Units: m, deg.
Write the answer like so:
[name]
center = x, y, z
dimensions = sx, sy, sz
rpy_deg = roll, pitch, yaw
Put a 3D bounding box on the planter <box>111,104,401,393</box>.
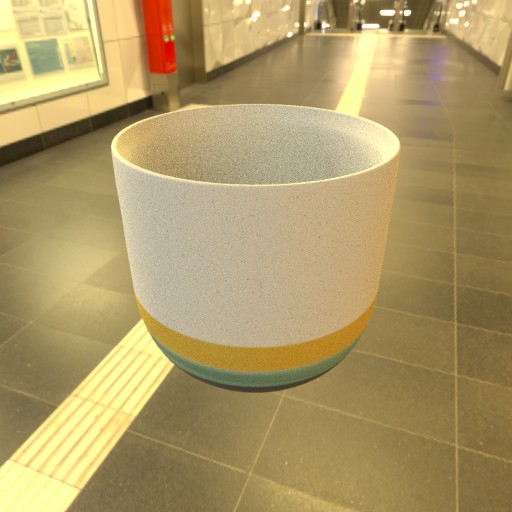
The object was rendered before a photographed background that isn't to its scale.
[planter]
center = 0.000, 0.000, 0.490
dimensions = 0.268, 0.270, 0.268
rpy_deg = 0, 31, 0
